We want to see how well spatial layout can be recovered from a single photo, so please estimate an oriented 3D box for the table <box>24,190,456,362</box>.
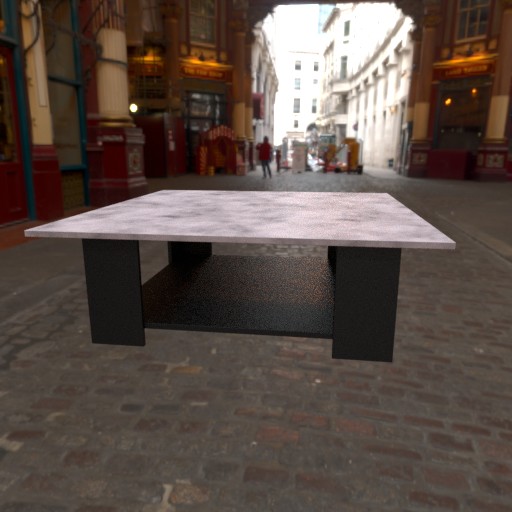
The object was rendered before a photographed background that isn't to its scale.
[{"bbox_3d":[0.000,0.000,1.364,0.890,0.305,0.890,2,14,8],"label":"table"}]
